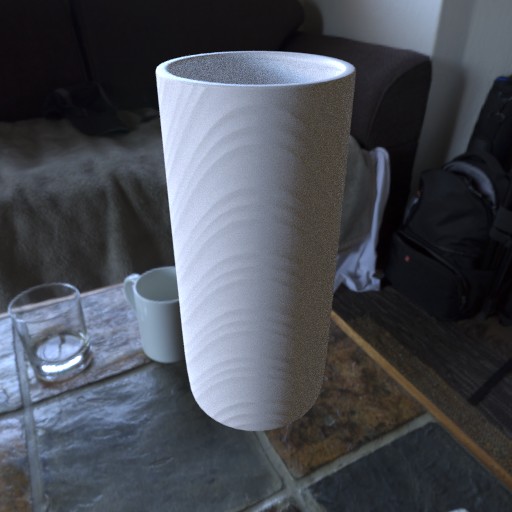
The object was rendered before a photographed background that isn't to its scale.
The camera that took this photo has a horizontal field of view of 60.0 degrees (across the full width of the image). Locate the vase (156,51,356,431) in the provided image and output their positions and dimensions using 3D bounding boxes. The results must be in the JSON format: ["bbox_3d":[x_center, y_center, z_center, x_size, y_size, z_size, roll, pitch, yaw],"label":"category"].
[{"bbox_3d":[0.000,0.000,0.394,0.143,0.316,0.143,0,33,0],"label":"vase"}]
